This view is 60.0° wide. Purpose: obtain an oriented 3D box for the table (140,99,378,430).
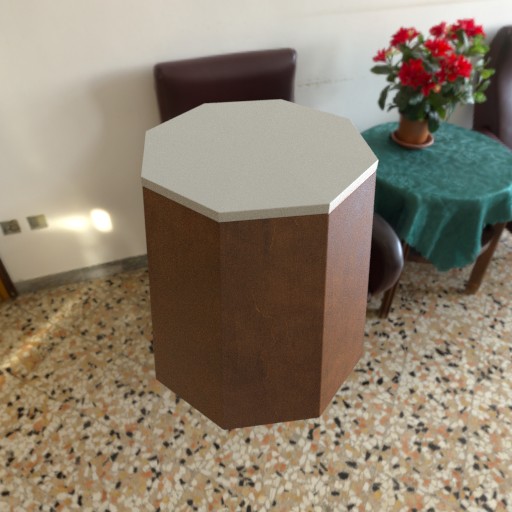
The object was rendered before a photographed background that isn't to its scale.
[{"bbox_3d":[0.000,0.000,0.836,0.439,0.457,0.439,25,47,26],"label":"table"}]
